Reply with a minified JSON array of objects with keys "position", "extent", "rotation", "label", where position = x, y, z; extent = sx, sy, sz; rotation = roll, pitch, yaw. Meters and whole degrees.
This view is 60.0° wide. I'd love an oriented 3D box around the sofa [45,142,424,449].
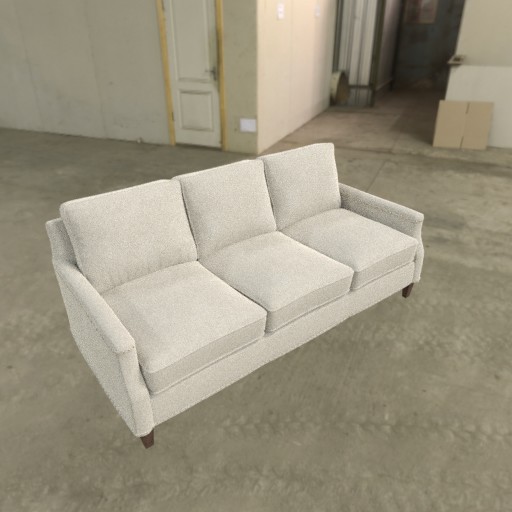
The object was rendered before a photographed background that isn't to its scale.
[{"position":[0.000,0.000,2.844],"extent":[2.246,1.003,1.084],"rotation":[-21,36,-32],"label":"sofa"}]
